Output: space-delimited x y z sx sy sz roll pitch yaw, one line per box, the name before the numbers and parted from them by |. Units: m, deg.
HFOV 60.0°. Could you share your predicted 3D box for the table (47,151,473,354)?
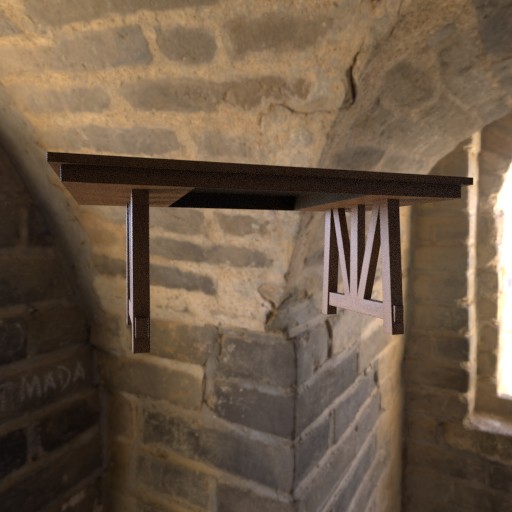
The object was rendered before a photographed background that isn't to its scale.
table | 0.000 0.000 2.343 1.881 0.768 1.016 0 1 -18
